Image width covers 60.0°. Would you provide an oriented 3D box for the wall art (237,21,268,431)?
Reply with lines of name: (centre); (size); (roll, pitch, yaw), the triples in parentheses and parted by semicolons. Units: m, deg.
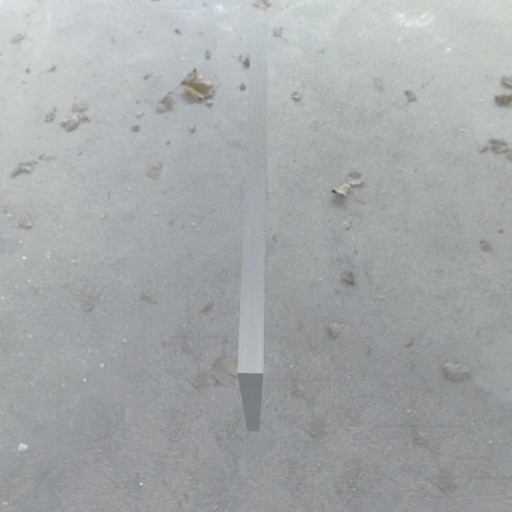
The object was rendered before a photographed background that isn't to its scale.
wall art: (0.000, 0.000, 1.200); (0.038, 0.806, 0.806); (1, 63, 1)
